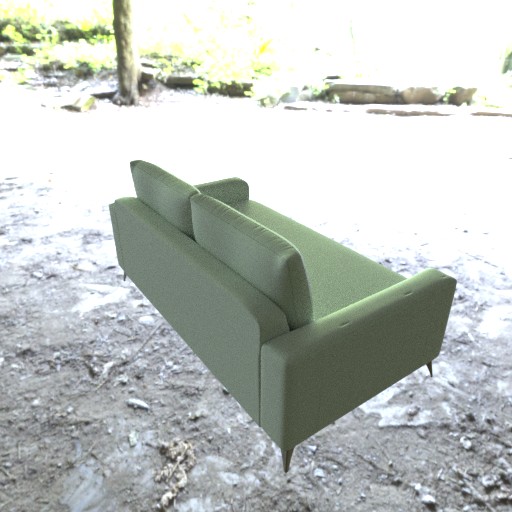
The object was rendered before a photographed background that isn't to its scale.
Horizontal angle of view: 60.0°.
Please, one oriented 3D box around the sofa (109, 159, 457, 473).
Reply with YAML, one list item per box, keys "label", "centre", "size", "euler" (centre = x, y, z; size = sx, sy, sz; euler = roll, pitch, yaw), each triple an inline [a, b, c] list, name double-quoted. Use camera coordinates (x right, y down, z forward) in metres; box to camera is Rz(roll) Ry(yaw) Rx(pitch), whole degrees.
- label: "sofa"
  centre: [0.000, 0.000, 2.214]
  size: [0.920, 0.790, 1.650]
  euler: [-18, 33, -30]
